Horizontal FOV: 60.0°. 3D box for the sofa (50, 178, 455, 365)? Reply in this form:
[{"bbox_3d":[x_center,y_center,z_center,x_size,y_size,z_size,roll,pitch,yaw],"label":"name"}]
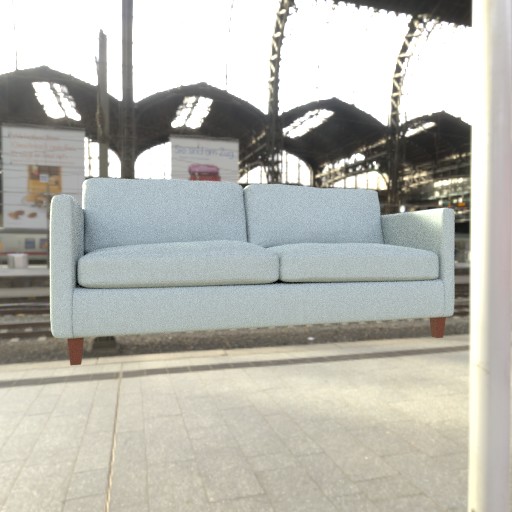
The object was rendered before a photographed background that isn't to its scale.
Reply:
[{"bbox_3d":[0.000,0.000,2.704,2.208,0.965,0.951,0,1,-18],"label":"sofa"}]
